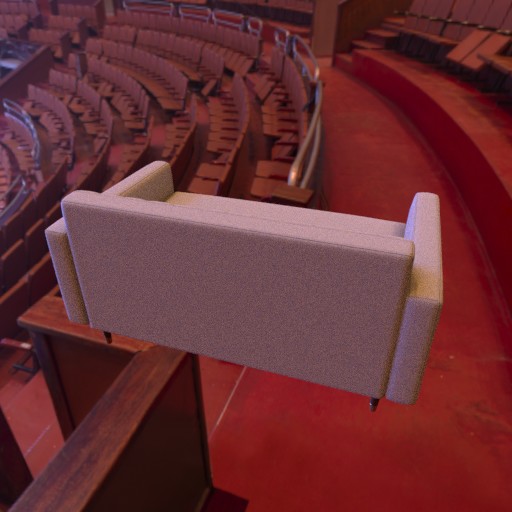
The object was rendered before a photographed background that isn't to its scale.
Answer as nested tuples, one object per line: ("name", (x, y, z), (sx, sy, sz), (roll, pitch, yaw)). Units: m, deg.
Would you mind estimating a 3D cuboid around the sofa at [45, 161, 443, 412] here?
("sofa", (0.000, 0.000, 2.135), (1.585, 0.801, 0.950), (10, 32, 16))
